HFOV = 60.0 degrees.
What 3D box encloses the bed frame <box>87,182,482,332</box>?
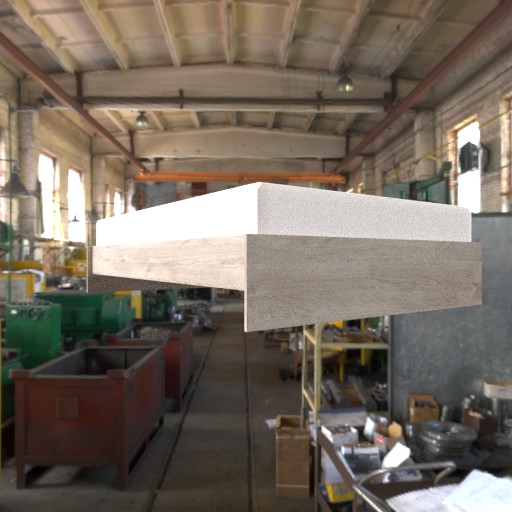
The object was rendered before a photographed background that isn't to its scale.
[{"bbox_3d":[0.000,0.000,2.638,1.445,0.497,1.945,0,0,-35],"label":"bed frame"}]
